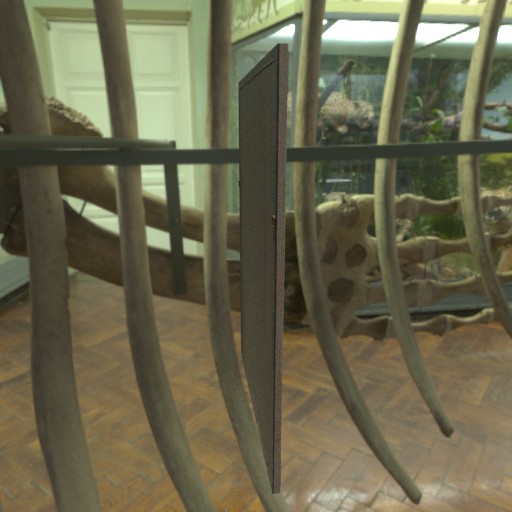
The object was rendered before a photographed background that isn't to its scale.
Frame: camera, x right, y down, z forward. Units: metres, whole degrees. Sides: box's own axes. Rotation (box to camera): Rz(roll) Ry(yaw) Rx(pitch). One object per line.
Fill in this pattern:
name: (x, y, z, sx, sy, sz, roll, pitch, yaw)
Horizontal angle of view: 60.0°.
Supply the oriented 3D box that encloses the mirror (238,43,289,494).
mirror: (0.000, 0.000, 1.270, 0.025, 0.996, 0.705, -2, 16, -8)
